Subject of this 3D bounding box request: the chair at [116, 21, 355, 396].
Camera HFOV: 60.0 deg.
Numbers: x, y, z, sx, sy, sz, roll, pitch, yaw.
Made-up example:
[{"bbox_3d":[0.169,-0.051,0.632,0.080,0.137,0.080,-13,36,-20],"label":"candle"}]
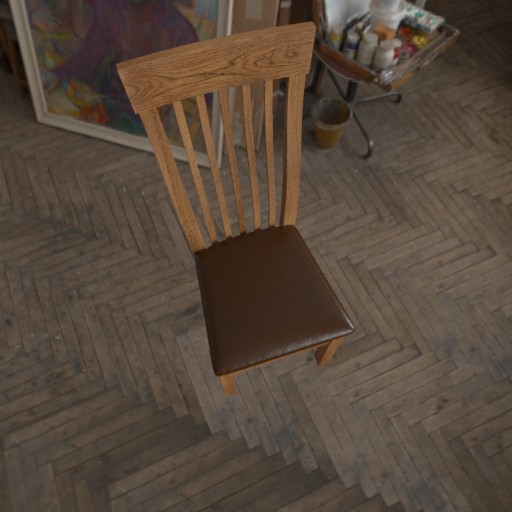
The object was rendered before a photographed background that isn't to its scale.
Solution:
[{"bbox_3d":[0.000,0.000,1.324,0.450,1.050,0.580,-16,64,-8],"label":"chair"}]
